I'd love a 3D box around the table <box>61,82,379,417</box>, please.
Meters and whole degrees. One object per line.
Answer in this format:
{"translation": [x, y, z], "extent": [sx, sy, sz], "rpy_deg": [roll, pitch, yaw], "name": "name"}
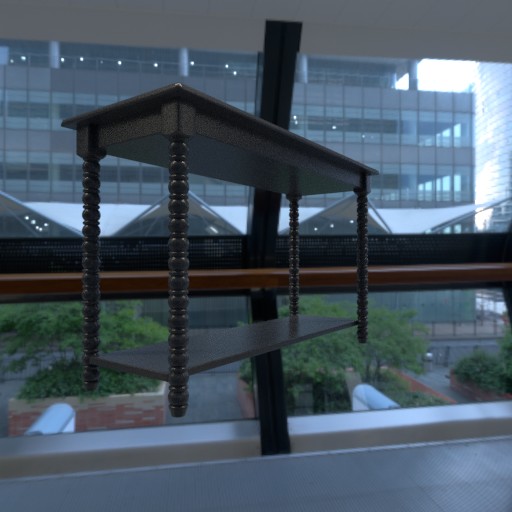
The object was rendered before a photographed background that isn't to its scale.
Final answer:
{"translation": [0.000, 0.000, 1.543], "extent": [0.459, 0.735, 1.184], "rpy_deg": [0, 0, 36], "name": "table"}
